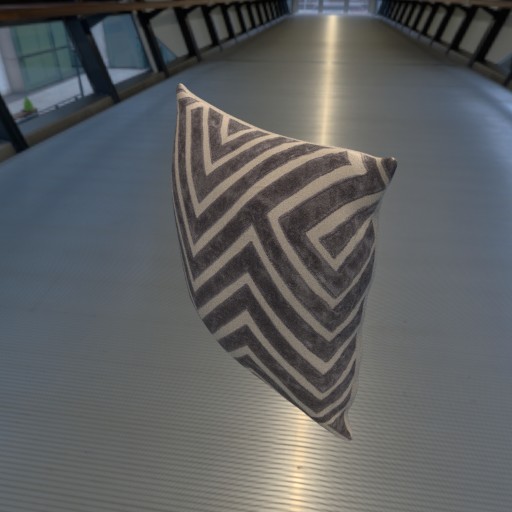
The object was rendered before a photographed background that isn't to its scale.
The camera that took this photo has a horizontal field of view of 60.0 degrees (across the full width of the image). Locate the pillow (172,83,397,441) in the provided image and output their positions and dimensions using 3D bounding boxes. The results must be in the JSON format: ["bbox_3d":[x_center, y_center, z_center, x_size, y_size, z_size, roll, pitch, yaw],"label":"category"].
[{"bbox_3d":[0.000,0.000,0.677,0.182,0.441,0.440,-21,37,-31],"label":"pillow"}]
